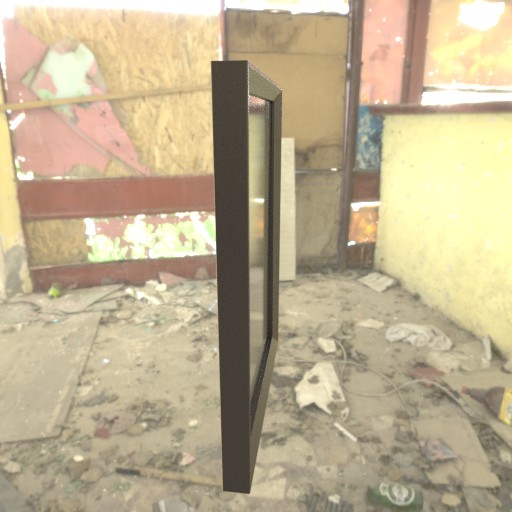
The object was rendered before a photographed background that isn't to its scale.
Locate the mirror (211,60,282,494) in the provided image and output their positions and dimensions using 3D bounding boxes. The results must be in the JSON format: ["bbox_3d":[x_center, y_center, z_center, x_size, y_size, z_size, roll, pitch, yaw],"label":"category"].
[{"bbox_3d":[0.000,0.000,0.683,0.041,0.509,0.406,2,17,7],"label":"mirror"}]
